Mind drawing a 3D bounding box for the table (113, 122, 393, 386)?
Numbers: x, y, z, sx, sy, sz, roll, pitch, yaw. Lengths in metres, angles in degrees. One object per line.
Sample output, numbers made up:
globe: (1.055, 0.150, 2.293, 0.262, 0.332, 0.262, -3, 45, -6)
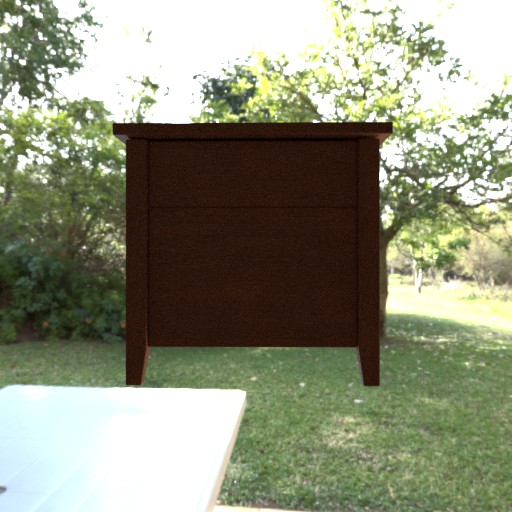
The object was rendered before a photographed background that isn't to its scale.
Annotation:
table: (0.000, 0.000, 1.268, 0.483, 0.457, 1.016, 0, 0, 1)
